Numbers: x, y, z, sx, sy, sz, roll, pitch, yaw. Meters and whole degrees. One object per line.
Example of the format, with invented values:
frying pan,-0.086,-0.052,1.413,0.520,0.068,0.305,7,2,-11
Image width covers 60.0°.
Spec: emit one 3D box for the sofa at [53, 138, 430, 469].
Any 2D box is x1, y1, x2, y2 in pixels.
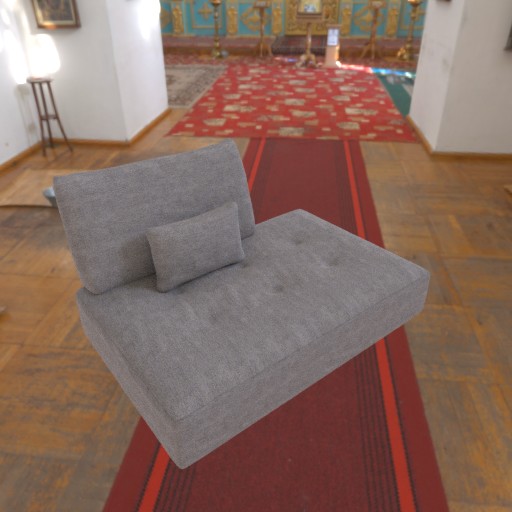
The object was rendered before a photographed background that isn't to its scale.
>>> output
sofa,0.000,0.000,2.049,1.450,0.820,1.002,-22,37,-32
